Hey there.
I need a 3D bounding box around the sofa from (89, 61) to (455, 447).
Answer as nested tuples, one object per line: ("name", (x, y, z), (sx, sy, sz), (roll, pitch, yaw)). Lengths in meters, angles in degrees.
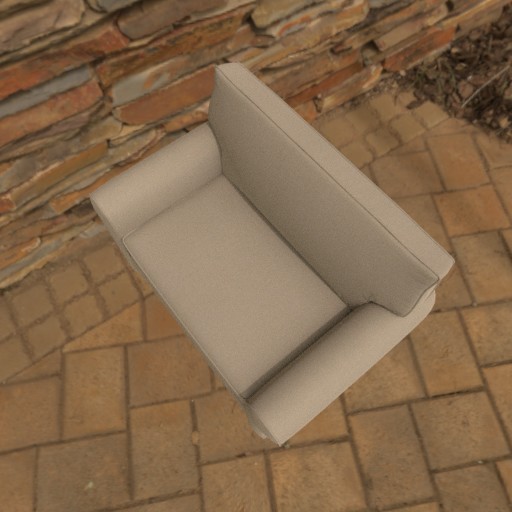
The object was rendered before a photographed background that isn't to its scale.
("sofa", (0.000, 0.000, 2.074), (0.937, 1.006, 1.405), (-36, 70, -15))
